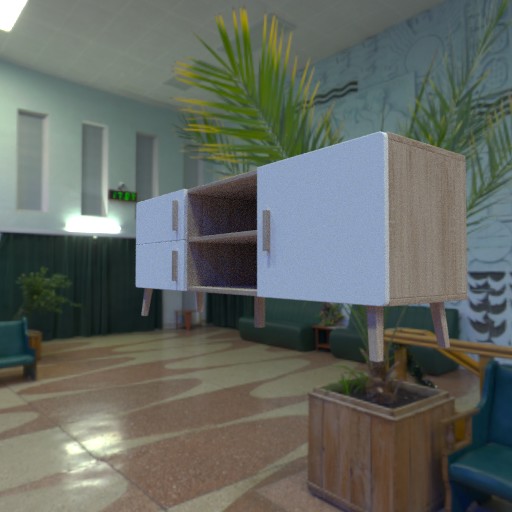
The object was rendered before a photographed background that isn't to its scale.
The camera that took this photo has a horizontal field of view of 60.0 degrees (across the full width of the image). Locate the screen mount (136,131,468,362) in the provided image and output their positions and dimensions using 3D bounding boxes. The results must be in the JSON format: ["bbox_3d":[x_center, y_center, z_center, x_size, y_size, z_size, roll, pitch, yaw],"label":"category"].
[{"bbox_3d":[0.000,0.000,1.778,0.420,0.570,1.500,1,-2,-38],"label":"screen mount"}]
